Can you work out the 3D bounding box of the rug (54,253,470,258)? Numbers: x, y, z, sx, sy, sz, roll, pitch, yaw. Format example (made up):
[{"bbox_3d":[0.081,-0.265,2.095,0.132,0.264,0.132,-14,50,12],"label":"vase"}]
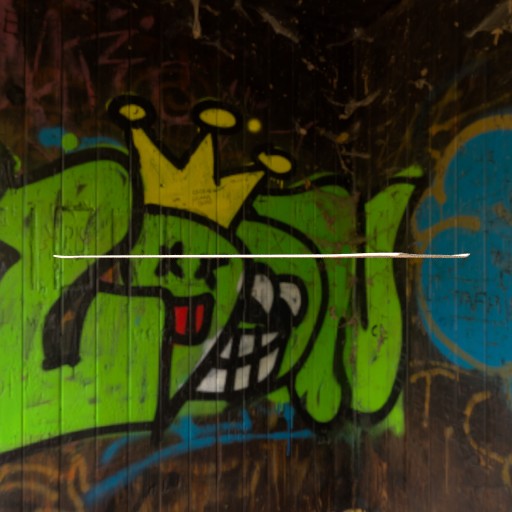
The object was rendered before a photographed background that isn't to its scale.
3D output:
[{"bbox_3d":[0.000,0.000,2.427,1.947,0.023,1.214,0,0,35],"label":"rug"}]
